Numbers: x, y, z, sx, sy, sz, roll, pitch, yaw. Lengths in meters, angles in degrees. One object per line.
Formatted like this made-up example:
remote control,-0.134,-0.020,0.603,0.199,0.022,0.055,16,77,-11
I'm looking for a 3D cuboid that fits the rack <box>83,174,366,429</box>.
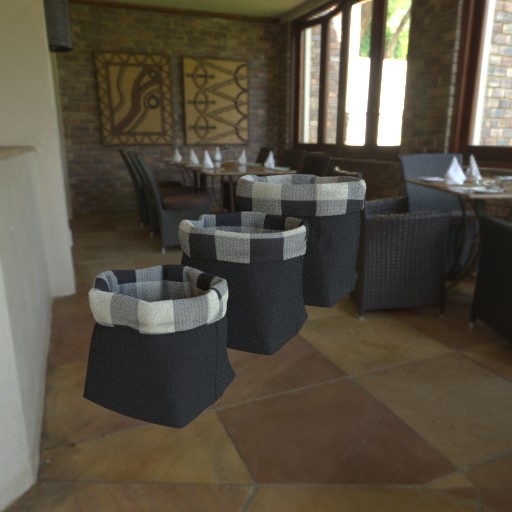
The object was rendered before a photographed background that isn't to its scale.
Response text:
rack,0.000,0.000,1.046,0.370,0.329,0.889,7,16,25
